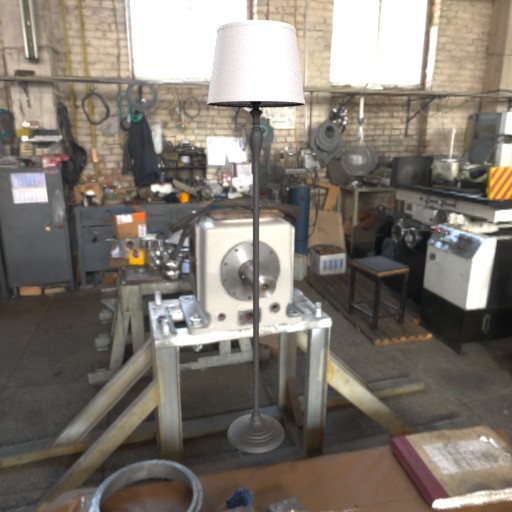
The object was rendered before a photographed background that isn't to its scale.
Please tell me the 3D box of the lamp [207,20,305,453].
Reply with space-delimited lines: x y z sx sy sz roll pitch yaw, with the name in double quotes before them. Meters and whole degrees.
"lamp" 0.000 0.000 1.621 0.327 1.506 0.327 13 20 40
